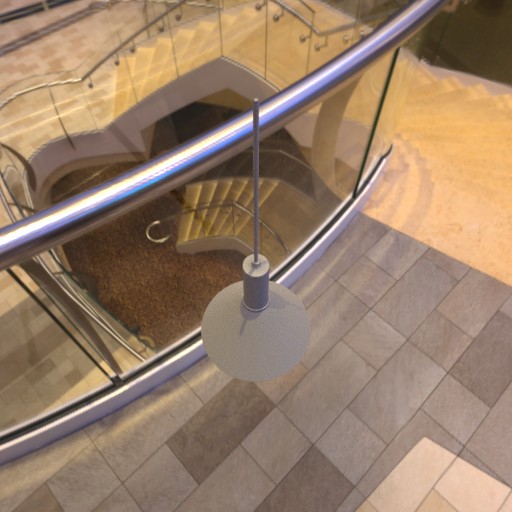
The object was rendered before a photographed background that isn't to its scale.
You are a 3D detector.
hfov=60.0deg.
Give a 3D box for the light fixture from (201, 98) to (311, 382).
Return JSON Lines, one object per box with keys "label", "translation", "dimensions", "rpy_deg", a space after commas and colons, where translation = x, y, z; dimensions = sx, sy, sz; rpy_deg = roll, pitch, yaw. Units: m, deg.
{"label": "light fixture", "translation": [0.000, 0.000, 0.800], "dimensions": [0.267, 0.683, 0.267], "rpy_deg": [0, 58, 0]}
